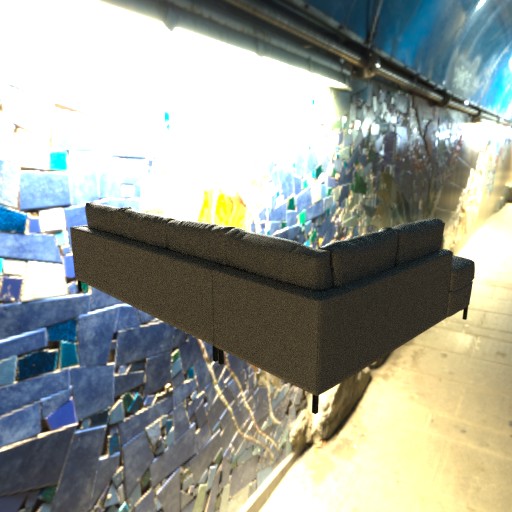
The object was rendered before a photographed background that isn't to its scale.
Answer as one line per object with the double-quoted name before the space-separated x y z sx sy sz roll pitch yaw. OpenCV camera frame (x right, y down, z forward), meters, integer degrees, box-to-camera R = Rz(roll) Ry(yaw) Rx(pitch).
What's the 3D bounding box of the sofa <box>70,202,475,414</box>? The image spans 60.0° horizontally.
"sofa" 0.000 0.000 3.122 1.617 0.703 2.423 -13 19 -43
